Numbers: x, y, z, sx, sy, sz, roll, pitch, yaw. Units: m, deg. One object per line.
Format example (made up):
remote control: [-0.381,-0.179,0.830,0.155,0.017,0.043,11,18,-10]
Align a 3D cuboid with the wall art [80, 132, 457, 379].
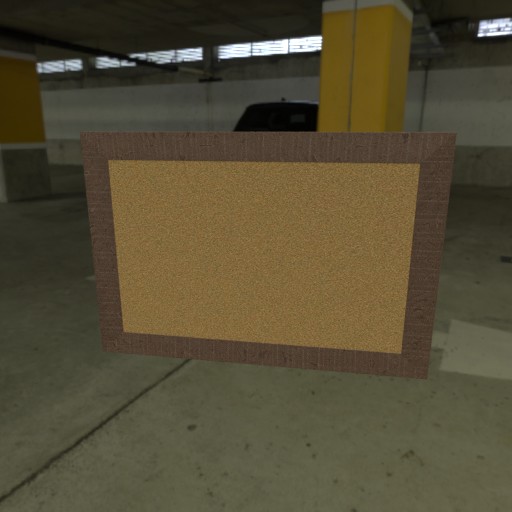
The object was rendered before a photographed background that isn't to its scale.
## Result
wall art: [0.000,0.000,1.163,0.917,0.626,0.019,3,16,9]
